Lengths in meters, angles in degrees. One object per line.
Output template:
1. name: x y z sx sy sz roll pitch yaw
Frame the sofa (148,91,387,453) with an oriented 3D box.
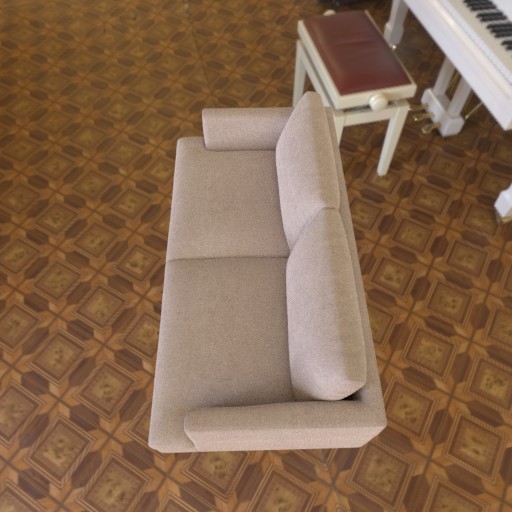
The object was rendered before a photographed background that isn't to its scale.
1. sofa: 0.000 0.000 2.467 1.020 0.868 1.948 -1 58 -1
